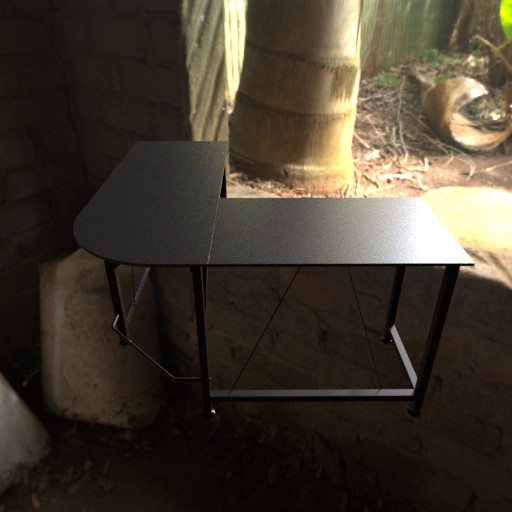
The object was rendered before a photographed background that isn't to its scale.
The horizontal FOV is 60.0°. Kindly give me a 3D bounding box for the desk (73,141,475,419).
[{"bbox_3d":[0.000,0.000,2.219,1.400,0.762,1.400,0,30,0],"label":"desk"}]
